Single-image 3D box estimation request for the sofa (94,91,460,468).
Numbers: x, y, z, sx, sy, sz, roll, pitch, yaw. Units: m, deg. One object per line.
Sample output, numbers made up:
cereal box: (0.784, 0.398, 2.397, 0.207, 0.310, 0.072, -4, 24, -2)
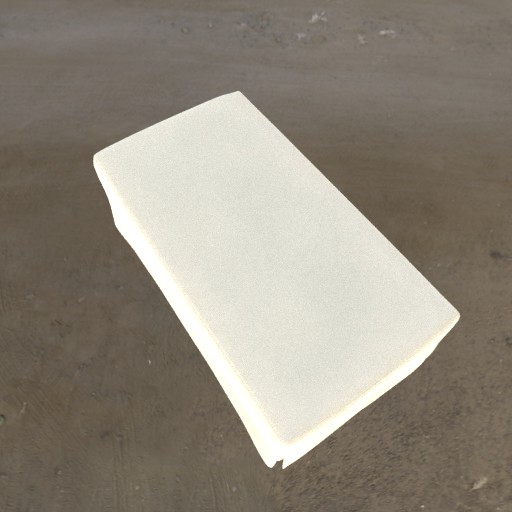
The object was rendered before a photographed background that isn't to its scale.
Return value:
sofa: (0.000, 0.000, 2.164, 0.939, 0.552, 1.677, -30, 64, -17)
